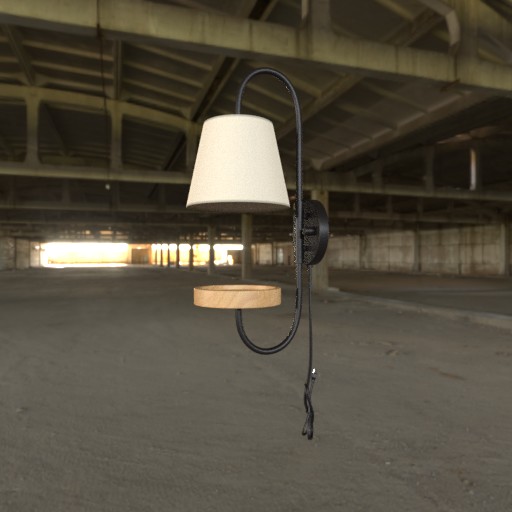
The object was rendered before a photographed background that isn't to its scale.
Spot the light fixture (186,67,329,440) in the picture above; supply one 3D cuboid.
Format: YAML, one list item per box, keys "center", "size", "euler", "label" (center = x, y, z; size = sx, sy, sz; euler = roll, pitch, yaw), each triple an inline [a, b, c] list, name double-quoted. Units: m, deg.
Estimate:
- center: [0.000, 0.000, 0.958]
  size: [0.299, 0.821, 0.220]
  euler: [0, 0, -18]
  label: "light fixture"
